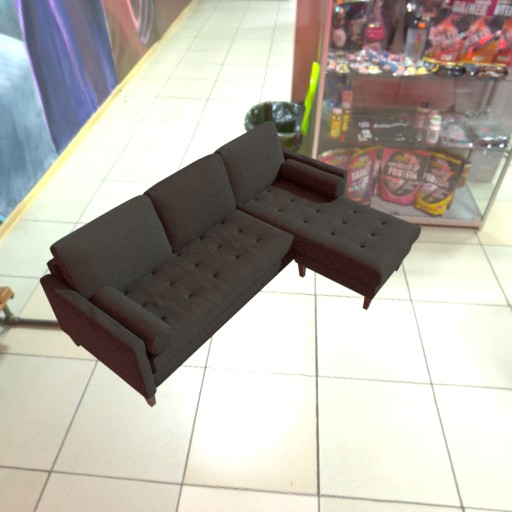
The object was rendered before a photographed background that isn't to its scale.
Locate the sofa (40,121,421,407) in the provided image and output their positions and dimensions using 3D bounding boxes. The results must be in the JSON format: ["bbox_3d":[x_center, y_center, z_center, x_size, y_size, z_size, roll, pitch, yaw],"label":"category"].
[{"bbox_3d":[0.000,0.000,2.958,1.506,0.876,2.178,27,48,27],"label":"sofa"}]
